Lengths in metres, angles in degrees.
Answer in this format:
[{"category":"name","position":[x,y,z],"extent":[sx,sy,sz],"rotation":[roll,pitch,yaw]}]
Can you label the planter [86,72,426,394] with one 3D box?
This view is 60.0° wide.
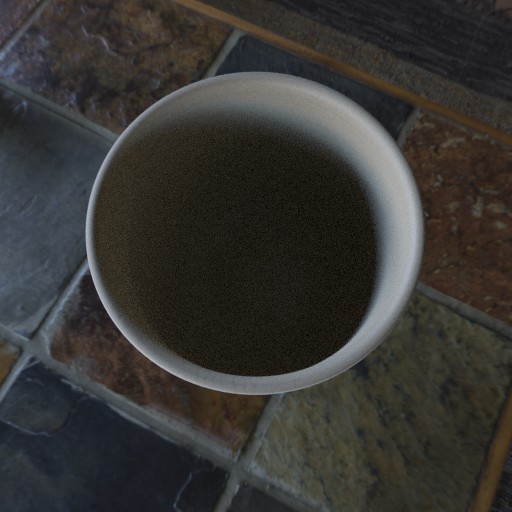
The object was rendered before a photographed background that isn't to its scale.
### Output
[{"category":"planter","position":[0.000,0.000,0.294],"extent":[0.170,0.152,0.170],"rotation":[0,75,0]}]
